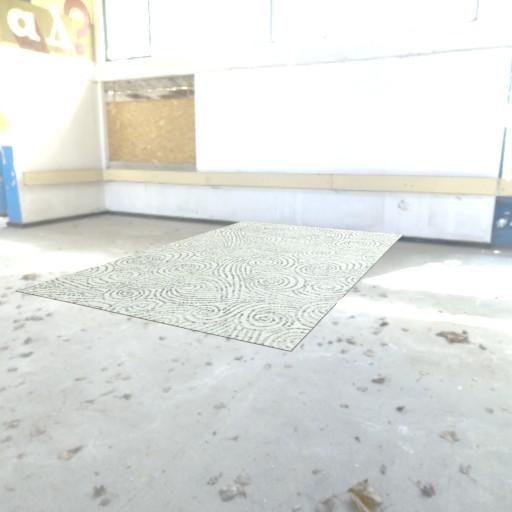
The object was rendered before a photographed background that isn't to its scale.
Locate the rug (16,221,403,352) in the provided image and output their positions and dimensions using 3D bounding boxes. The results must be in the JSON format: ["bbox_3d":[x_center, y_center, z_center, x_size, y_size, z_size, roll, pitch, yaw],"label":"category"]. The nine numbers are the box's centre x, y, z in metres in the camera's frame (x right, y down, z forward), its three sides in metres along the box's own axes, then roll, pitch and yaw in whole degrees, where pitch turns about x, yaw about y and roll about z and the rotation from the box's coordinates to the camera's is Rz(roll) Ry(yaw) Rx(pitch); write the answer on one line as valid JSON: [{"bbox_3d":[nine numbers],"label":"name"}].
[{"bbox_3d":[0.000,0.000,2.982,1.524,0.005,2.439,7,16,26],"label":"rug"}]
